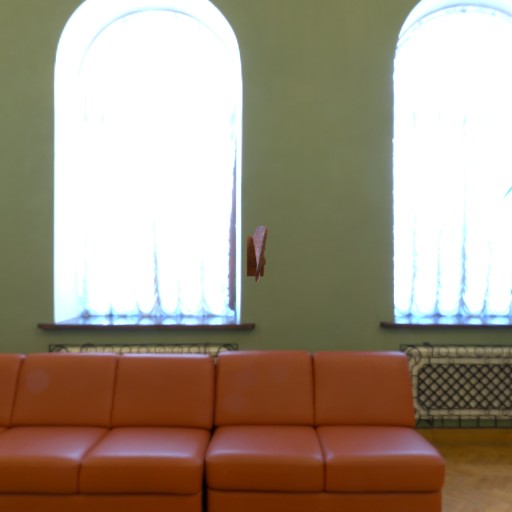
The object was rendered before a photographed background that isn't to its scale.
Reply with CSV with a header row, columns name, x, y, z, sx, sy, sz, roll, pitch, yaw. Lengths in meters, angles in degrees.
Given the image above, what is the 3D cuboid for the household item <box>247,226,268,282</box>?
name,x,y,z,sx,sy,sz,roll,pitch,yaw
household item,0.000,0.000,1.232,0.051,0.121,1.181,0,0,-1
